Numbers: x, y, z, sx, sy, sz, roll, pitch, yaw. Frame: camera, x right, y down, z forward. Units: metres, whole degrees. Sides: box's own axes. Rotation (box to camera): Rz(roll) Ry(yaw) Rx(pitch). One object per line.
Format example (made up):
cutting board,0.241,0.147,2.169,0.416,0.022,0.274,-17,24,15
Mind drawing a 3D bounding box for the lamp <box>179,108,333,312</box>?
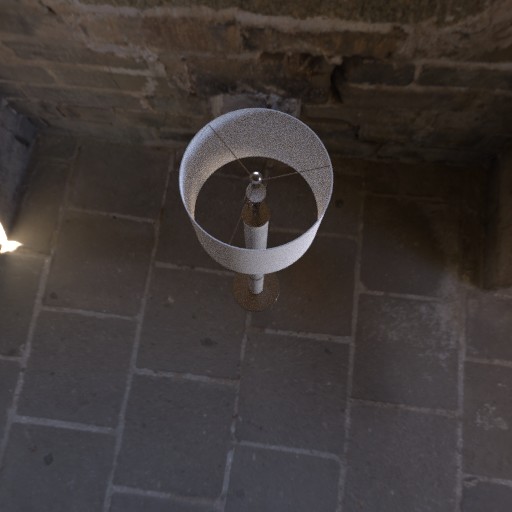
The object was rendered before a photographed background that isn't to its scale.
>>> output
lamp,0.000,0.000,1.846,0.377,1.599,0.377,-39,79,-9
